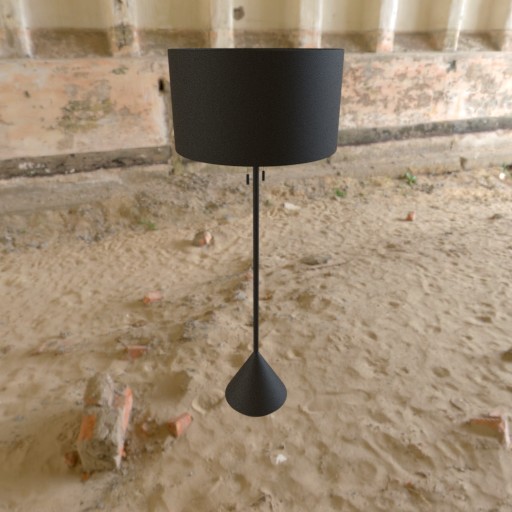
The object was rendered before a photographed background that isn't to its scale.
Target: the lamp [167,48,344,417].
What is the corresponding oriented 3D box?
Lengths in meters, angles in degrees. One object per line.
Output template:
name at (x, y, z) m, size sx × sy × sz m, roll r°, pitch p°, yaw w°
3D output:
lamp at (0.000, 0.000, 1.801) m, size 0.580 × 1.526 × 0.580 m, roll 17°, pitch 30°, yaw 31°
